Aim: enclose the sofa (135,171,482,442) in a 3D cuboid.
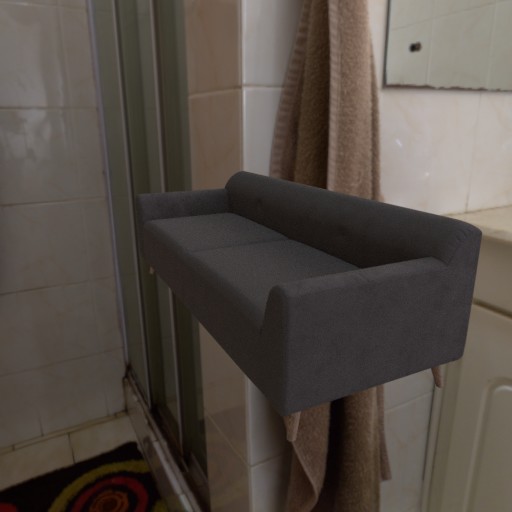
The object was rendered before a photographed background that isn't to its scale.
[{"bbox_3d":[0.000,0.000,2.561,0.900,0.740,2.190,-8,19,-25],"label":"sofa"}]
